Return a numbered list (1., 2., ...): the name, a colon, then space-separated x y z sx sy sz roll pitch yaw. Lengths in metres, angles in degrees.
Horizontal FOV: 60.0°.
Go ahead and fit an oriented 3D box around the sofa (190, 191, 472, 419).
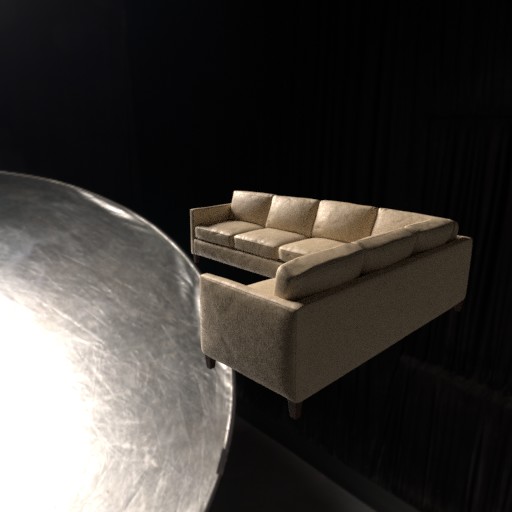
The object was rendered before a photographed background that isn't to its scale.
1. sofa: 0.000 0.000 4.510 2.593 0.947 3.302 -14 21 -42
